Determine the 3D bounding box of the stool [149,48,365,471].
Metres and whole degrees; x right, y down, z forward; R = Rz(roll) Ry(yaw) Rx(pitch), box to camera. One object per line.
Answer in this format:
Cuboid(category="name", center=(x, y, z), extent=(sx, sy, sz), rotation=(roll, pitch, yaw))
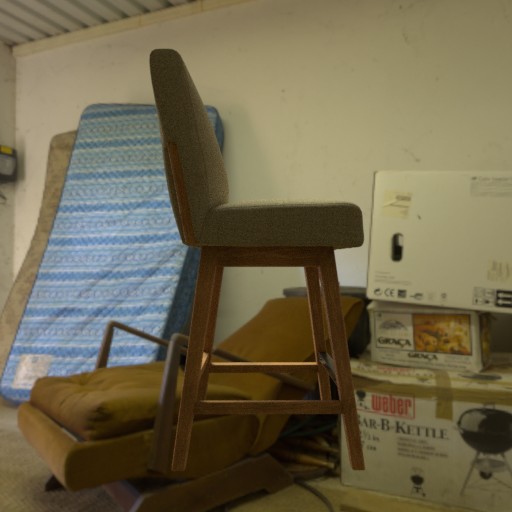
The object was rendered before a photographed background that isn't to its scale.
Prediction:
Cuboid(category="stool", center=(0.000, 0.000, 1.270), extent=(0.526, 1.010, 0.459), rotation=(0, -1, -1))
